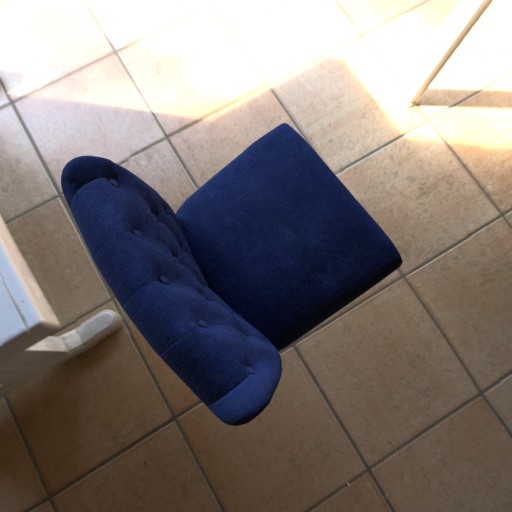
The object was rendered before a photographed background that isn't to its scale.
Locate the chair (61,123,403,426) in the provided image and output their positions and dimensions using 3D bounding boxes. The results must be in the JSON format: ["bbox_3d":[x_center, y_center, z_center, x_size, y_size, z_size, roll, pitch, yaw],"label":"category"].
[{"bbox_3d":[0.000,0.000,1.171,0.606,0.753,0.585,-36,79,-8],"label":"chair"}]
